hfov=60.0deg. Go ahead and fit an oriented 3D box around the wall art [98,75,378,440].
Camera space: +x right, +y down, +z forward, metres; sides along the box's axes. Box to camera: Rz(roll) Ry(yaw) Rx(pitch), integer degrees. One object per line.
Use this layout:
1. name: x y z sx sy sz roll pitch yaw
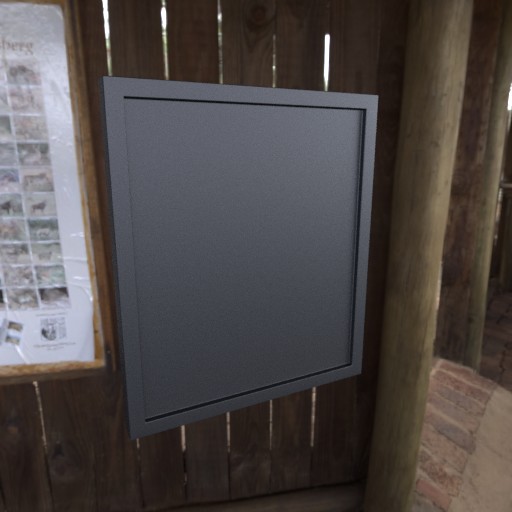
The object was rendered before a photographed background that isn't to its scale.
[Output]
1. wall art: 0.000 0.000 0.533 0.328 0.381 0.028 -7 15 -27
